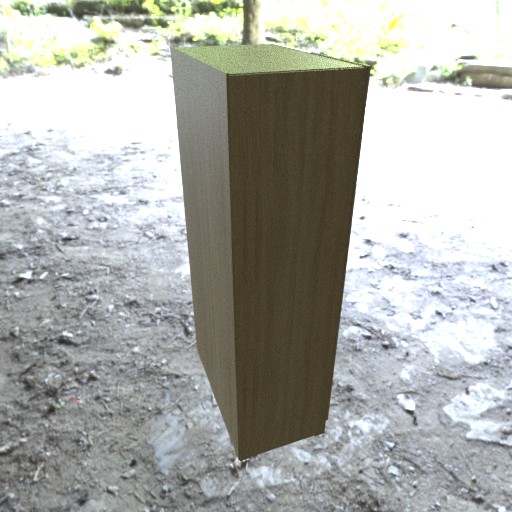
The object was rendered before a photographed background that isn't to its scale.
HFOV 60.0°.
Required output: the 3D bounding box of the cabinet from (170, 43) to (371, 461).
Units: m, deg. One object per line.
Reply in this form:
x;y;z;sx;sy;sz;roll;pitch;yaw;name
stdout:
0.000;0.000;2.545;0.590;2.121;1.001;-11;32;-18;cabinet
